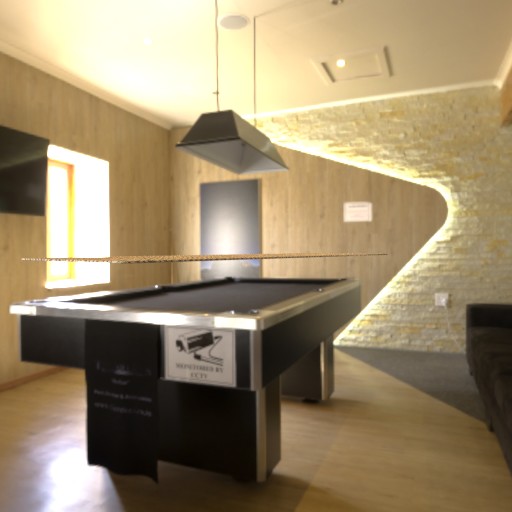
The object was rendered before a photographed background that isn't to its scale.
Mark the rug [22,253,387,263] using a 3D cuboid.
[{"bbox_3d":[0.000,0.000,2.501,0.686,0.008,2.286,1,1,37],"label":"rug"}]
